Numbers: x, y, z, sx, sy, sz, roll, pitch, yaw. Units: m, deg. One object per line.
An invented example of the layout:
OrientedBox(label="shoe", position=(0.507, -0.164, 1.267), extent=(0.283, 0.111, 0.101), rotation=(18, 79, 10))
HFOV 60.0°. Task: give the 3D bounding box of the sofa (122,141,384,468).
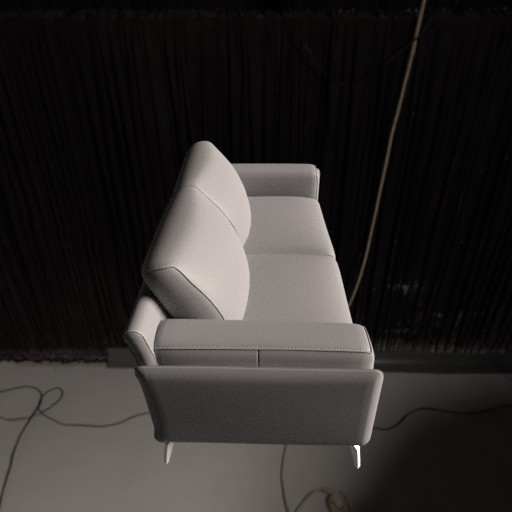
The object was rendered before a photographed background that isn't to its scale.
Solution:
OrientedBox(label="sofa", position=(0.000, 0.000, 2.574), extent=(0.969, 0.900, 2.100), rotation=(0, 32, 0))
